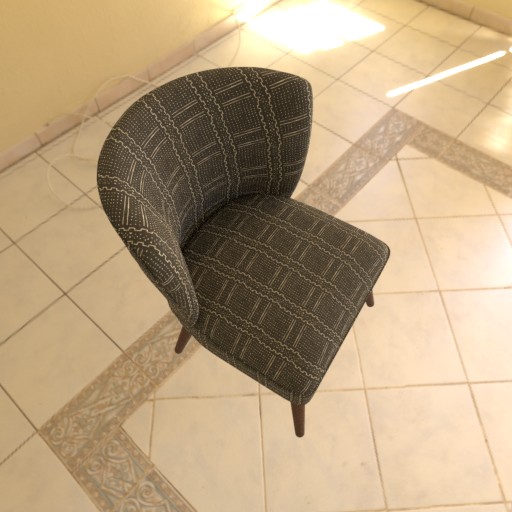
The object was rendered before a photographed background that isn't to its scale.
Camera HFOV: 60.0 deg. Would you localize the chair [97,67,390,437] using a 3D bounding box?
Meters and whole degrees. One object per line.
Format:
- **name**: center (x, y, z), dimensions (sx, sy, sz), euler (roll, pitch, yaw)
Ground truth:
- **chair**: center (0.000, 0.000, 1.391), dimensions (0.758, 0.866, 0.710), euler (28, 62, 17)
